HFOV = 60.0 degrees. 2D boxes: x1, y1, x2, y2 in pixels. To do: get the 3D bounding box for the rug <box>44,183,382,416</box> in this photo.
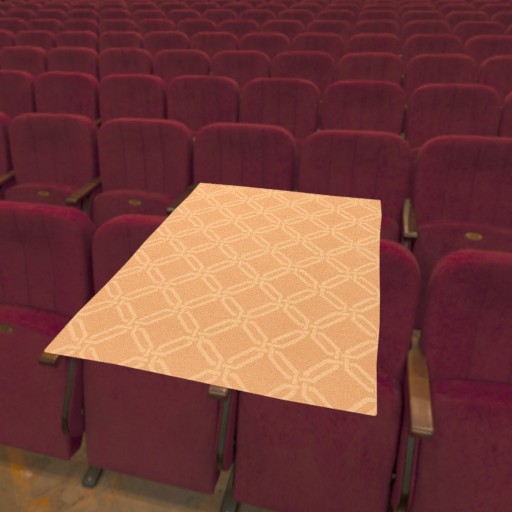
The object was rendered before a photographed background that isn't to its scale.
[{"bbox_3d":[0.000,0.000,2.782,1.524,0.013,2.135,7,32,12],"label":"rug"}]
